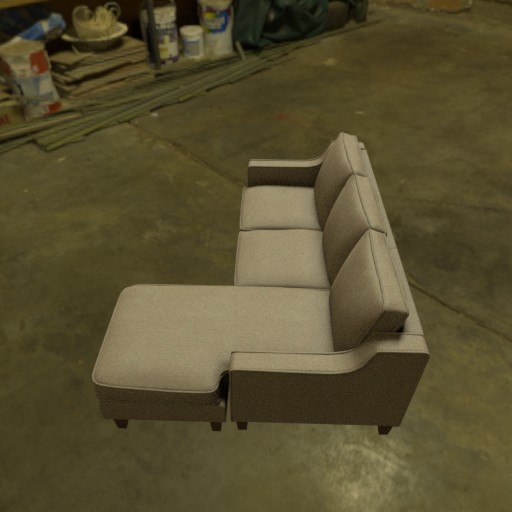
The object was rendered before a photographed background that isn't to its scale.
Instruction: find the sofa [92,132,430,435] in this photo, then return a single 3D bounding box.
[{"bbox_3d":[0.000,0.000,3.313,1.858,1.081,2.317,1,41,1],"label":"sofa"}]
